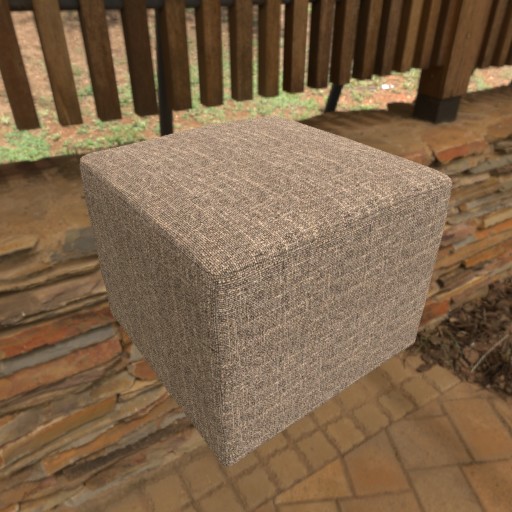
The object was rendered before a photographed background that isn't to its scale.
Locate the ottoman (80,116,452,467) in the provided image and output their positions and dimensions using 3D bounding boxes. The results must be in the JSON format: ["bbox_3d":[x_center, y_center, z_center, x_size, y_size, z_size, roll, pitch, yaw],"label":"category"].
[{"bbox_3d":[0.000,0.000,0.923,0.512,0.453,0.521,-22,38,-30],"label":"ottoman"}]
